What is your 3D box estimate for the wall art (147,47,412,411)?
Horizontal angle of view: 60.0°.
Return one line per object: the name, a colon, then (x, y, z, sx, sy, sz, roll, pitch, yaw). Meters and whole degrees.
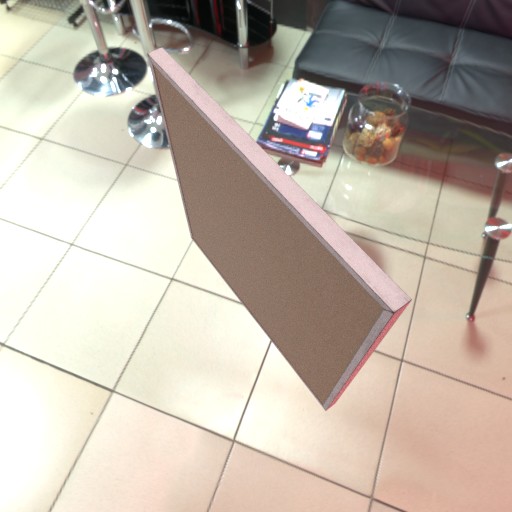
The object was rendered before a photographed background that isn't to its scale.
wall art: (0.000, 0.000, 1.160, 0.038, 0.762, 0.762, -32, 65, -17)
